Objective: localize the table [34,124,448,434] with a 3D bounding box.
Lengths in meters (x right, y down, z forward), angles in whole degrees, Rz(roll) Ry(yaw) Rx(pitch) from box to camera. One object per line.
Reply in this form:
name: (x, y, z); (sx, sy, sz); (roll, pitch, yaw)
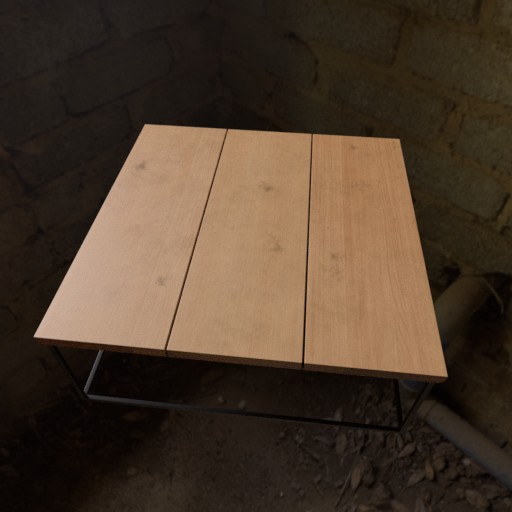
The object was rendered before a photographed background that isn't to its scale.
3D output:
table: (0.000, 0.000, 1.685); (1.100, 0.400, 1.100); (5, 47, 4)
